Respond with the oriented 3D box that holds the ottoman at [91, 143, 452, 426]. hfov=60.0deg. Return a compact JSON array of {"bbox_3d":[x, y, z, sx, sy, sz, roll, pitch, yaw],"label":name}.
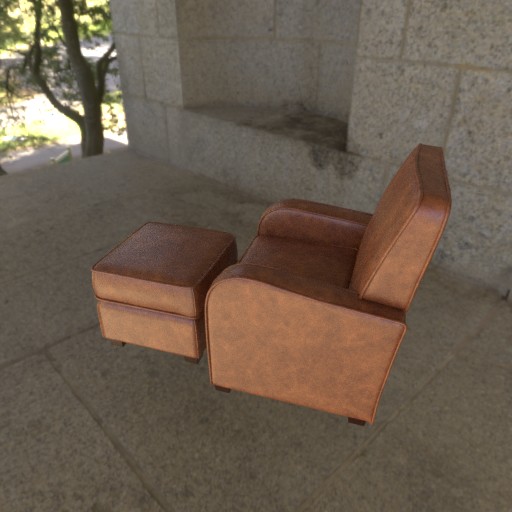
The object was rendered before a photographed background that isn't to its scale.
[{"bbox_3d":[0.000,0.000,1.829,1.314,0.904,0.732,9,31,15],"label":"ottoman"}]
